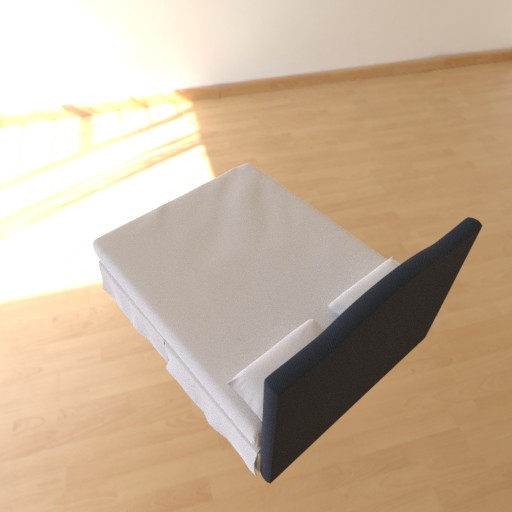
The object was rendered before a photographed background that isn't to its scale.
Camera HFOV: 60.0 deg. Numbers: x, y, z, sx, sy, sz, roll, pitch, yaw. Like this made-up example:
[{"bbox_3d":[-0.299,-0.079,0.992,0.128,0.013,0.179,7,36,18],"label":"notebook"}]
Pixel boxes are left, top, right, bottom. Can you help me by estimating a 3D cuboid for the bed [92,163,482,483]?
[{"bbox_3d":[0.000,0.000,3.369,1.821,1.436,2.282,-32,55,-26],"label":"bed"}]
